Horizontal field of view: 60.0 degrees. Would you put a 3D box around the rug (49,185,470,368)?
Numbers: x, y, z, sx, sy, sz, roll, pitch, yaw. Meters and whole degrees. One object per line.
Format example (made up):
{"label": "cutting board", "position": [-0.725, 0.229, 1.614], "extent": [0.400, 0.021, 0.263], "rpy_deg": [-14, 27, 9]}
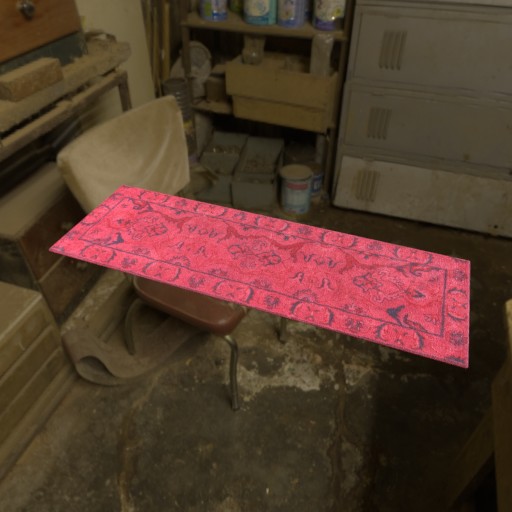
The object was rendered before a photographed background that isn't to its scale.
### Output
{"label": "rug", "position": [0.000, 0.000, 2.699], "extent": [2.439, 0.018, 0.813], "rpy_deg": [14, 42, 16]}
